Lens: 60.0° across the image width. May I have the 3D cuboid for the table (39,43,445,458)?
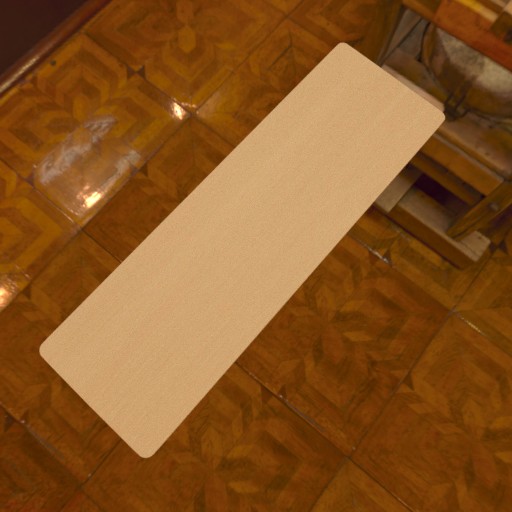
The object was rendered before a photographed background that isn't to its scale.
[{"bbox_3d":[0.000,0.000,1.719,0.446,0.750,1.397,41,79,10],"label":"table"}]
